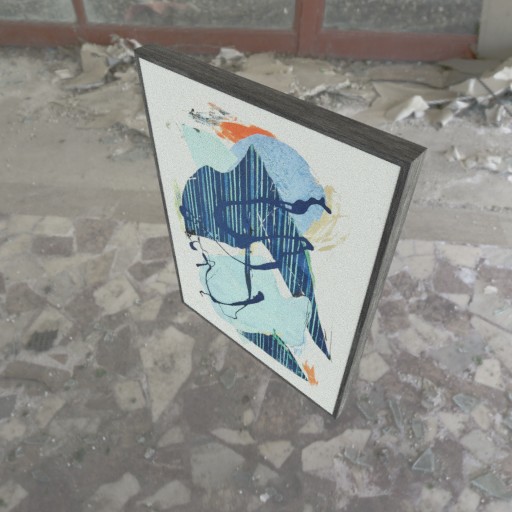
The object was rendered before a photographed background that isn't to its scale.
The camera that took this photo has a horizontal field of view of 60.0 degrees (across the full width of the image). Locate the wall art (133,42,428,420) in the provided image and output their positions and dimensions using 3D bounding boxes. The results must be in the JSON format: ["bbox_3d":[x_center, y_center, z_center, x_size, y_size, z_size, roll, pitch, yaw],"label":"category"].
[{"bbox_3d":[0.000,0.000,1.314,0.762,1.016,0.063,32,54,27],"label":"wall art"}]
